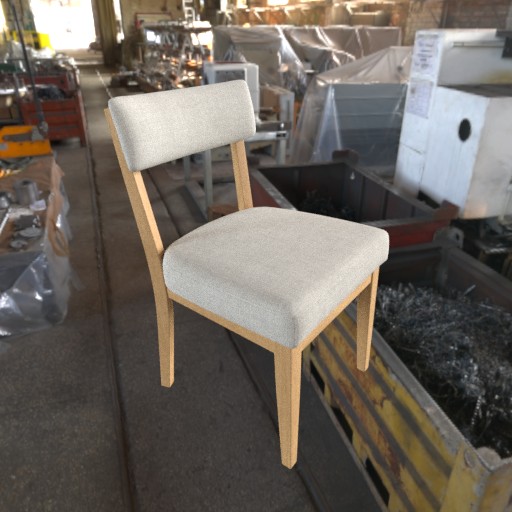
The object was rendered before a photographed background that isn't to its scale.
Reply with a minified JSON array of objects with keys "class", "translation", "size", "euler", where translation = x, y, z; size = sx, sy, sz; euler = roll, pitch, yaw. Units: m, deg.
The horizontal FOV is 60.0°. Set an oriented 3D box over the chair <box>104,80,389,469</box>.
[{"class":"chair","translation":[0.000,0.000,1.205],"size":[0.572,0.832,0.508],"euler":[19,33,32]}]
